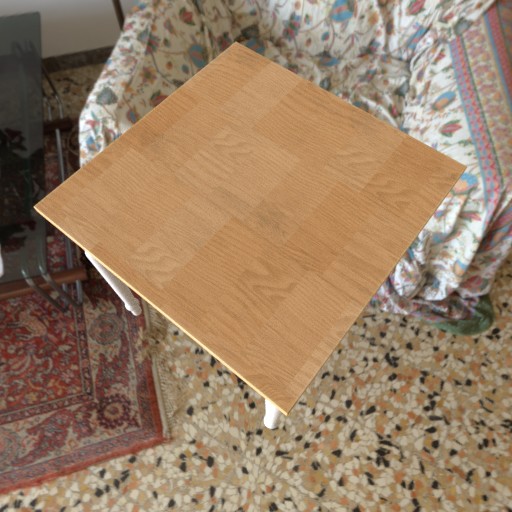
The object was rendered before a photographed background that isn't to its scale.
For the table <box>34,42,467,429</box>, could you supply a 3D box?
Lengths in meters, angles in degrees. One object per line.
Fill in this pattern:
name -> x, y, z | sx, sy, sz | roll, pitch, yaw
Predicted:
table -> 0.000, 0.000, 1.399 | 0.747, 0.738, 0.747 | 35, 68, 17
